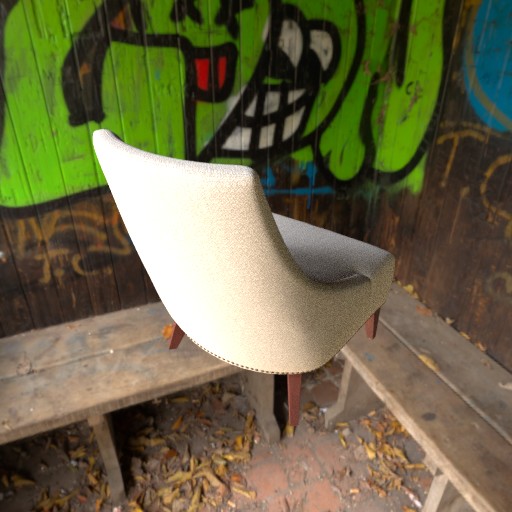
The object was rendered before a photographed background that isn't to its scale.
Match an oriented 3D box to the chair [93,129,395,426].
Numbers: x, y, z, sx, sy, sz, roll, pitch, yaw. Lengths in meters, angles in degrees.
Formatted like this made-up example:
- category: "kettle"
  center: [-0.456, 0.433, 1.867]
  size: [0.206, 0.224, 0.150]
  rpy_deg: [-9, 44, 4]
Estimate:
- category: "chair"
  center: [0.000, 0.000, 1.502]
  size: [0.701, 0.909, 0.861]
  rpy_deg: [22, 37, 33]
